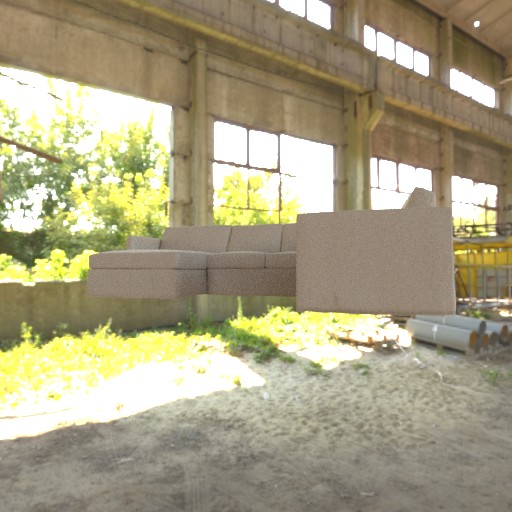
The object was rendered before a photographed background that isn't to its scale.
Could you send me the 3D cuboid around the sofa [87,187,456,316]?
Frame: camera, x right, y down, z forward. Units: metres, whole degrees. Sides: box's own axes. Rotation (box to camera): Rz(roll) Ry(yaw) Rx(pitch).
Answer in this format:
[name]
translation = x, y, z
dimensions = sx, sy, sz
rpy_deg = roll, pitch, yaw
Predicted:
[sofa]
translation = 0.000, 0.000, 4.497
dimensions = 3.528, 0.878, 2.476
rpy_deg = -1, -2, 19
